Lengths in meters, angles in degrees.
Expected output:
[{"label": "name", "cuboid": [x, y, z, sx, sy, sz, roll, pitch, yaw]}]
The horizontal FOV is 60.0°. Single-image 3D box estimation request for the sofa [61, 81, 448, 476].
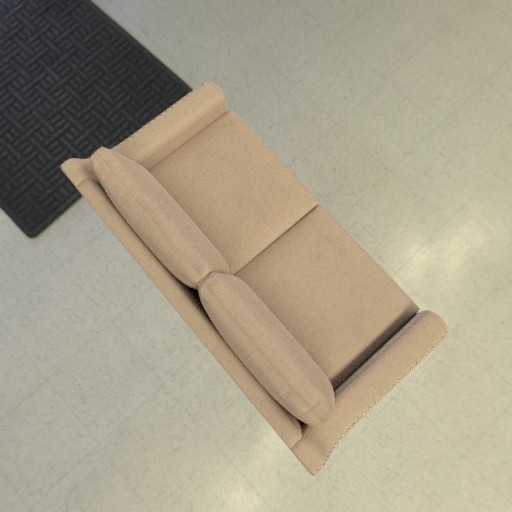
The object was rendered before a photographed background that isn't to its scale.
[{"label": "sofa", "cuboid": [0.000, 0.000, 2.496, 1.030, 0.901, 1.967, -40, 79, -9]}]
